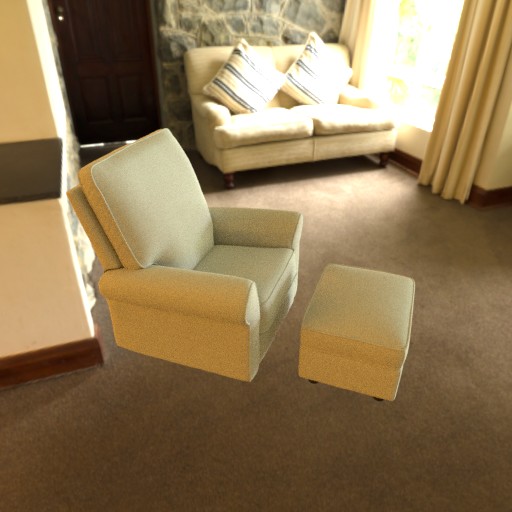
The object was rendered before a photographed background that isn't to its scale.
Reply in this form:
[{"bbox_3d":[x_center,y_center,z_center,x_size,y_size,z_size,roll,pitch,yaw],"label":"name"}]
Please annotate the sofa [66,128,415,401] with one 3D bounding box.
[{"bbox_3d":[0.000,0.000,2.104,1.478,0.959,0.880,11,33,17],"label":"sofa"}]
